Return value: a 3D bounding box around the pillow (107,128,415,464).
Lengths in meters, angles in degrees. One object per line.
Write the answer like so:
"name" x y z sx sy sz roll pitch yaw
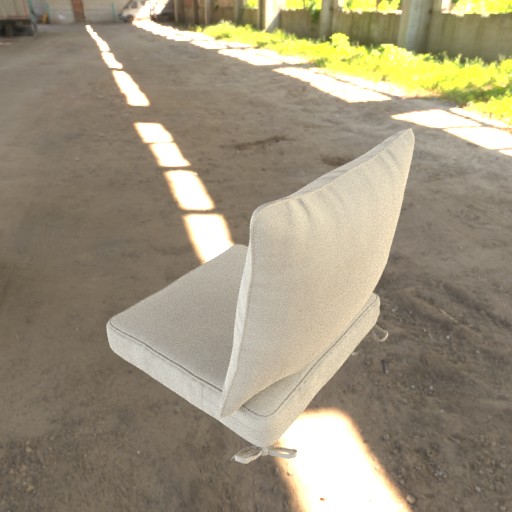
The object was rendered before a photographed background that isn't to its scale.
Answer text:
"pillow" 0.000 0.000 1.347 0.733 0.716 0.798 21 36 32
